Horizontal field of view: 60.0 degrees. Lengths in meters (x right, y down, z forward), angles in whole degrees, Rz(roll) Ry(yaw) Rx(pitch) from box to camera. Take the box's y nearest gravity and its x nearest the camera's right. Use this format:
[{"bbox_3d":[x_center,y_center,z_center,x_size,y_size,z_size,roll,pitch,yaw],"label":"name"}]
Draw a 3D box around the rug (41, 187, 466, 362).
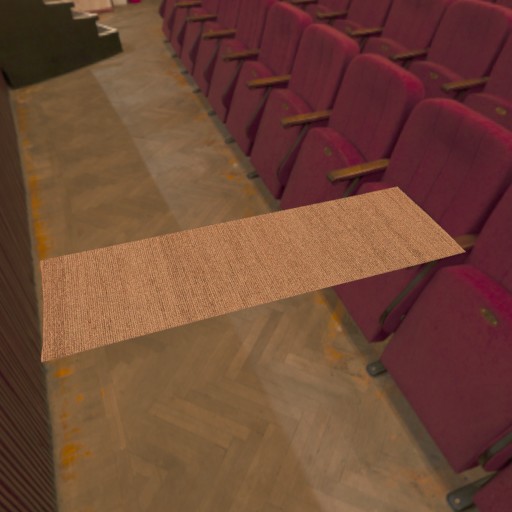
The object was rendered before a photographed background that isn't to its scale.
[{"bbox_3d":[0.000,0.000,2.600,2.390,0.014,0.741,-13,44,-14],"label":"rug"}]
